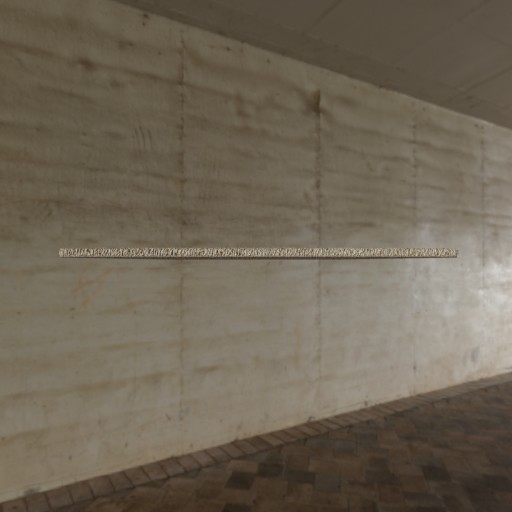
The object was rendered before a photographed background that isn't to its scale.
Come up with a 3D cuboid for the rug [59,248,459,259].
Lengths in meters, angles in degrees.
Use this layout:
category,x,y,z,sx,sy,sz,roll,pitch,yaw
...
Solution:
category,x,y,z,sx,sy,sz,roll,pitch,yaw
rug,0.000,0.000,2.227,1.219,0.030,1.778,0,-1,-1
